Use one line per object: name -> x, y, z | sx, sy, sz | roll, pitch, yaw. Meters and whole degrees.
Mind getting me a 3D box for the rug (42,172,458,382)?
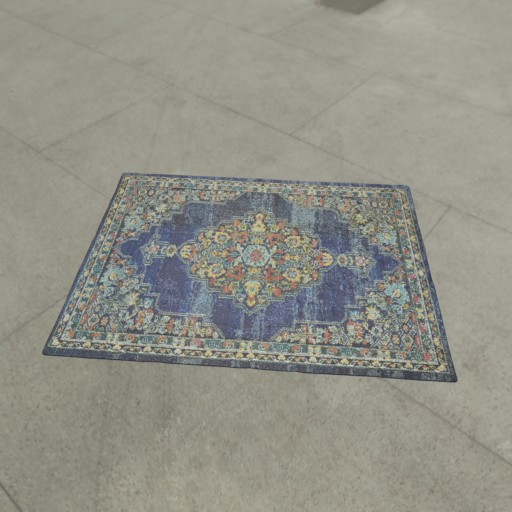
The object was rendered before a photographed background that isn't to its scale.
rug -> 0.000, 0.000, 2.901 | 2.232, 0.009, 1.630 | 3, 48, 3
